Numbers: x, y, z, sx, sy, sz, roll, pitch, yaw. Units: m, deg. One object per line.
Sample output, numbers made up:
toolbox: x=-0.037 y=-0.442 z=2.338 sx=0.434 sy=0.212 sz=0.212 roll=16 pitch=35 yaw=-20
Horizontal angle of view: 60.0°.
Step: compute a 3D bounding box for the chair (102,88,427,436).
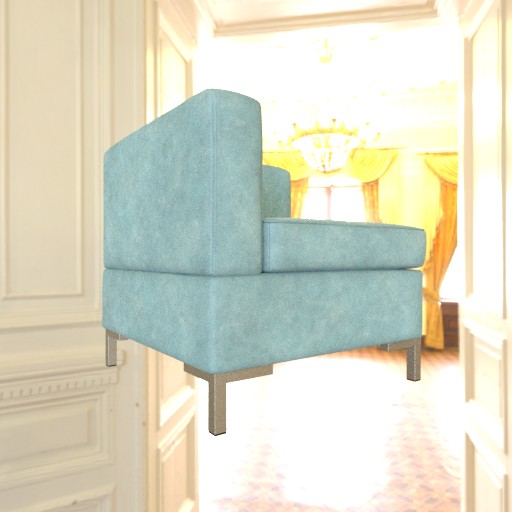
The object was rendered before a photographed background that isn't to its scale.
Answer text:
chair: x=0.000 y=0.000 z=1.262 sx=0.684 sy=0.660 sz=0.691 roll=0 pitch=0 yaw=-36
